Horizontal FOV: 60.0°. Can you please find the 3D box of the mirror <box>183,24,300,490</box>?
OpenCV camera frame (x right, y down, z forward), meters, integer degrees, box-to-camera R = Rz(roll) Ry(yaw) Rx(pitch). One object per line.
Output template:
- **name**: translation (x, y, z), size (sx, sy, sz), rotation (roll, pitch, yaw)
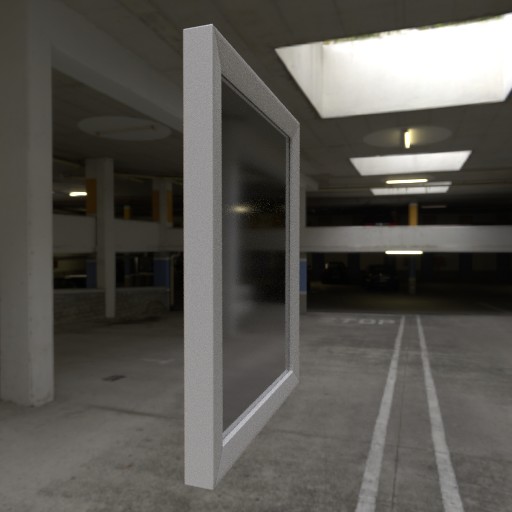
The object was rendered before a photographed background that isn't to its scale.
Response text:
- **mirror**: translation (0.000, 0.000, 0.680), size (0.041, 0.508, 0.405), rotation (0, 1, 19)
